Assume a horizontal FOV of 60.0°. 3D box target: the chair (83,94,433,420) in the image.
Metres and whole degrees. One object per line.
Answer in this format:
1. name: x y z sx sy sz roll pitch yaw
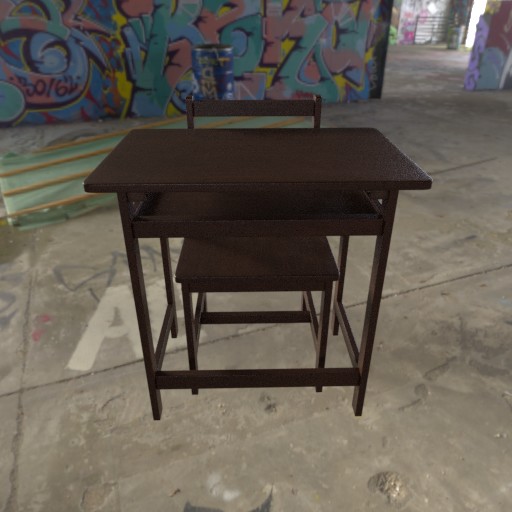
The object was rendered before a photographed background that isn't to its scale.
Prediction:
1. chair: 0.000 0.000 1.078 0.599 0.673 0.463 -1 29 -1
